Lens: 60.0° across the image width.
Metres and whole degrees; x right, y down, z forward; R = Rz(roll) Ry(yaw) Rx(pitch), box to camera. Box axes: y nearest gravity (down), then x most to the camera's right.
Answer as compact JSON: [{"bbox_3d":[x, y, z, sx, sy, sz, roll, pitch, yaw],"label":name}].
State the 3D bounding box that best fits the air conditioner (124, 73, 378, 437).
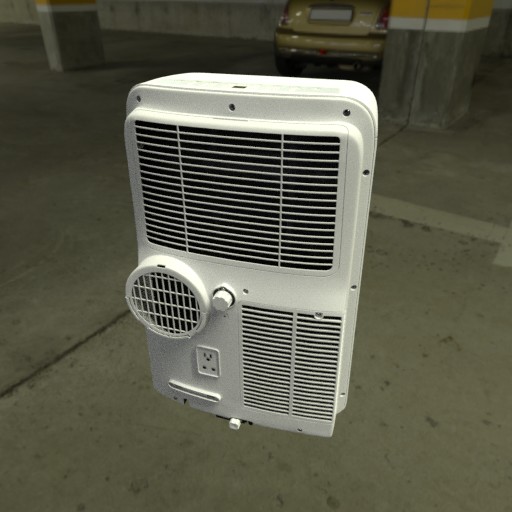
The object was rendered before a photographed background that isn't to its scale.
[{"bbox_3d":[0.000,0.000,0.926,0.454,0.700,0.365,9,32,14],"label":"air conditioner"}]
